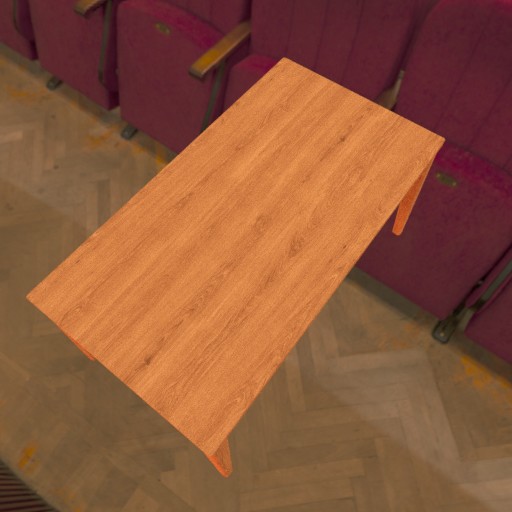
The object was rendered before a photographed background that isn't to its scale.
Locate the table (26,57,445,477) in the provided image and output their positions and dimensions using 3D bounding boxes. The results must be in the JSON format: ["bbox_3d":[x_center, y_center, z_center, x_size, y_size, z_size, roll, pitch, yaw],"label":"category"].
[{"bbox_3d":[0.000,0.000,2.038,0.900,0.760,1.600,34,68,16],"label":"table"}]
